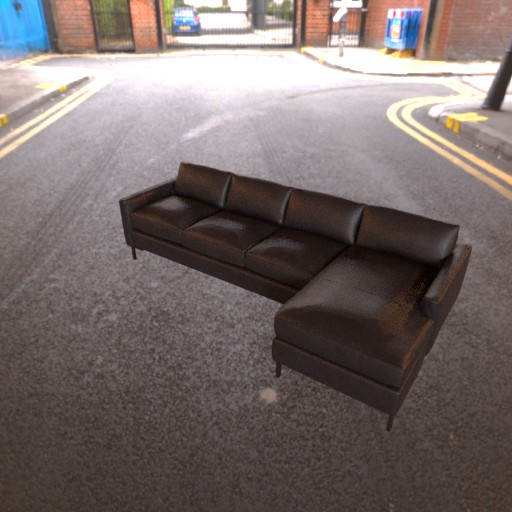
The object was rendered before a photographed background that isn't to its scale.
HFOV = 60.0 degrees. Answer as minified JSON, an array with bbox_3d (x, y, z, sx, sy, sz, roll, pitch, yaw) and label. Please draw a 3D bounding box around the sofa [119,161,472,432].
[{"bbox_3d":[0.000,0.000,3.669,2.993,0.859,1.471,19,34,30],"label":"sofa"}]
